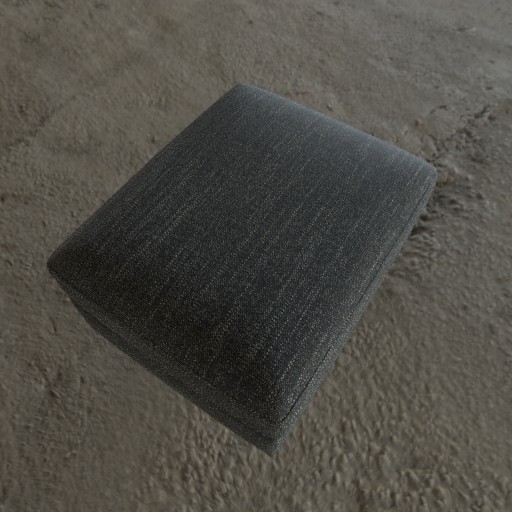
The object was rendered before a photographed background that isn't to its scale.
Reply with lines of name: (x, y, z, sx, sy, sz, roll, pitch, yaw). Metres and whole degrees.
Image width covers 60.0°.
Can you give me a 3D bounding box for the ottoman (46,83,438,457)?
ottoman: (0.000, 0.000, 1.248, 0.667, 0.491, 0.814, 30, 63, 17)
